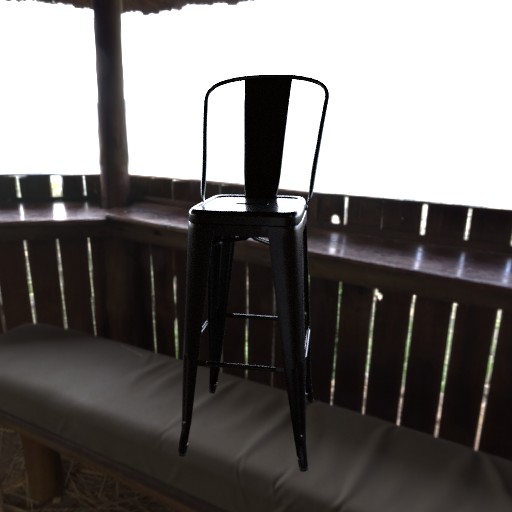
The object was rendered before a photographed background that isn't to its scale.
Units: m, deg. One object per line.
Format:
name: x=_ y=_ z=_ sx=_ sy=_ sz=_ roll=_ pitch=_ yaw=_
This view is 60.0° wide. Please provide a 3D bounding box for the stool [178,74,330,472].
stool: x=0.000 y=0.000 z=1.357 sx=0.399 sy=1.096 sz=0.513 roll=3 pitch=16 yaw=9
